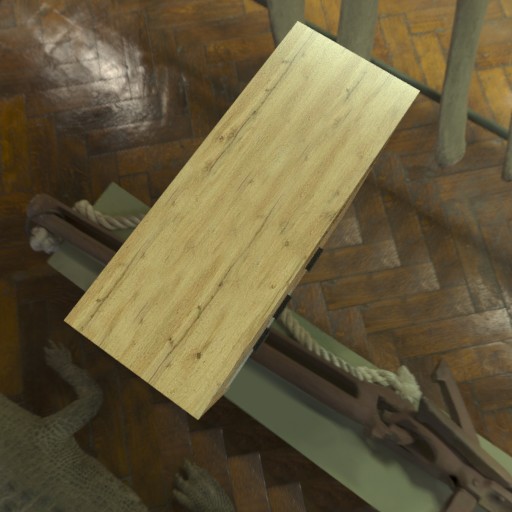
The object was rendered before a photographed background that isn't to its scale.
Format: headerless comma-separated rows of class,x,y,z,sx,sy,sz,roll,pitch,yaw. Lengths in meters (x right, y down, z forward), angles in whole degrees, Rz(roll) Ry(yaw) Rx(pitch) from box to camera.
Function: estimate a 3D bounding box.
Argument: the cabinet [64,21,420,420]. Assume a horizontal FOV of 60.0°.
cabinet,0.000,0.000,1.969,0.473,1.397,1.168,34,79,8
